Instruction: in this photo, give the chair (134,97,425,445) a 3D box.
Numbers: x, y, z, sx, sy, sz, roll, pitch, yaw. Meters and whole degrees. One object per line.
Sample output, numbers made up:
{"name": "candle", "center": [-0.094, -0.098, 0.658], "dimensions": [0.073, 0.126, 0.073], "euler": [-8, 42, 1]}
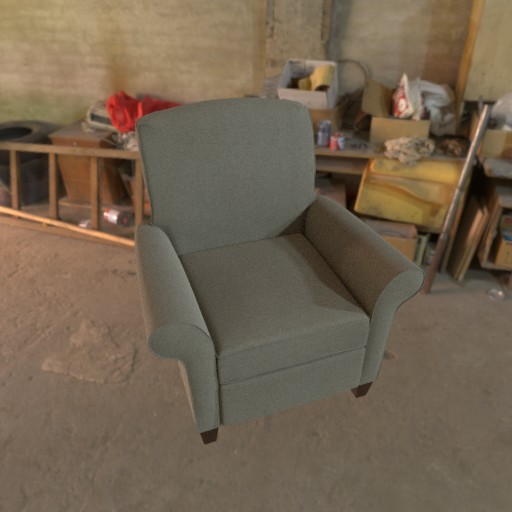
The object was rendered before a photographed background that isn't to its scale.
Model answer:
{"name": "chair", "center": [0.000, 0.000, 1.817], "dimensions": [0.978, 1.061, 0.905], "euler": [-11, 35, -16]}
